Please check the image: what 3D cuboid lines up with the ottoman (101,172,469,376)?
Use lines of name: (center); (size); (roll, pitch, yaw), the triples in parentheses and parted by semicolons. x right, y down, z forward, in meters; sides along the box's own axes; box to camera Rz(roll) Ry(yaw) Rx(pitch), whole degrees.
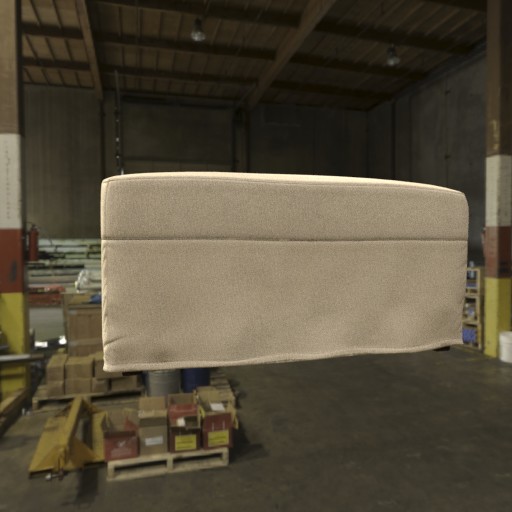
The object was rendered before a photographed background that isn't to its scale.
ottoman: (0.000, 0.000, 1.322); (0.842, 0.441, 0.843); (0, 2, -16)
